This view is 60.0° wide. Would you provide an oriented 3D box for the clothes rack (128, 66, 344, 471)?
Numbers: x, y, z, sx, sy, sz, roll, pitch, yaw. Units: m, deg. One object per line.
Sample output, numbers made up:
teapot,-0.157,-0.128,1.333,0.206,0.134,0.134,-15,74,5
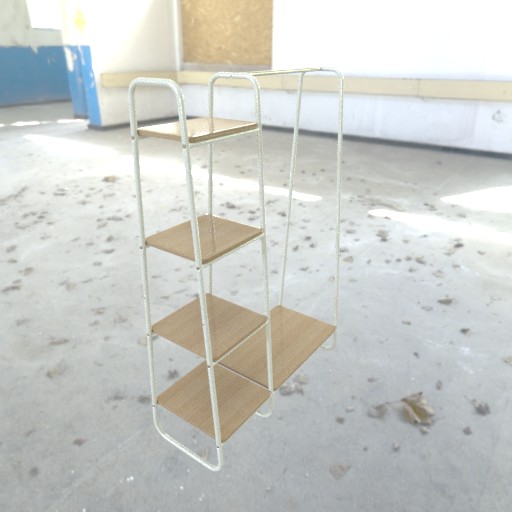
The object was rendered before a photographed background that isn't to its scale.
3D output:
clothes rack,0.000,0.000,1.945,0.400,1.500,1.011,17,30,32
